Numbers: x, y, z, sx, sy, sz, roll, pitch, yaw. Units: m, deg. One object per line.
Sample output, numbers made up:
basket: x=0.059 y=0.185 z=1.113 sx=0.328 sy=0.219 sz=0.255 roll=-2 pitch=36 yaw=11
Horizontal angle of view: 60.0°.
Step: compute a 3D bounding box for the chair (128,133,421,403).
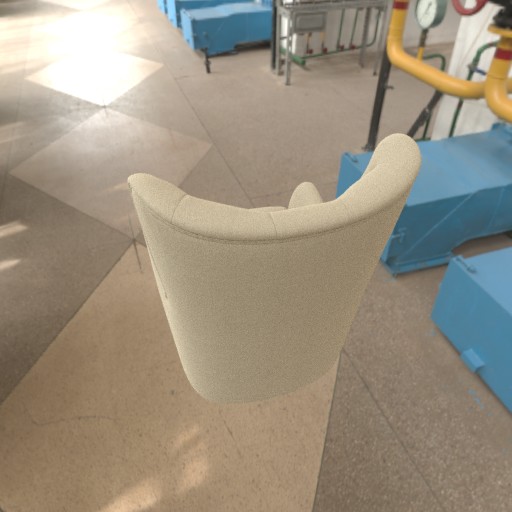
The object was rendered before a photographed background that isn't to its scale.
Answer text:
chair: x=0.000 y=0.000 z=1.719 sx=0.831 sy=1.079 sz=0.929 roll=-12 pitch=41 yaw=-14
